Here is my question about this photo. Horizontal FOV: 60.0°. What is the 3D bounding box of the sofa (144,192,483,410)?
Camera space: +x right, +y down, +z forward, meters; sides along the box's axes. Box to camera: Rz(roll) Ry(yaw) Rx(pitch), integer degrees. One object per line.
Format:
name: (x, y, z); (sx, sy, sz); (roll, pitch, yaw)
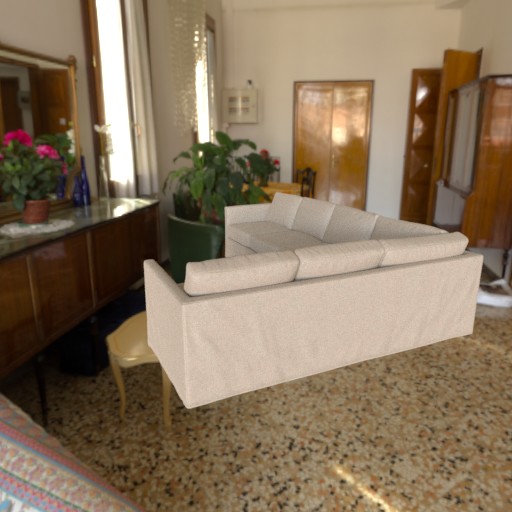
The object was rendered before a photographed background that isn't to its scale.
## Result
sofa: (0.000, 0.000, 4.368); (2.432, 0.871, 3.182); (-7, 17, -24)
